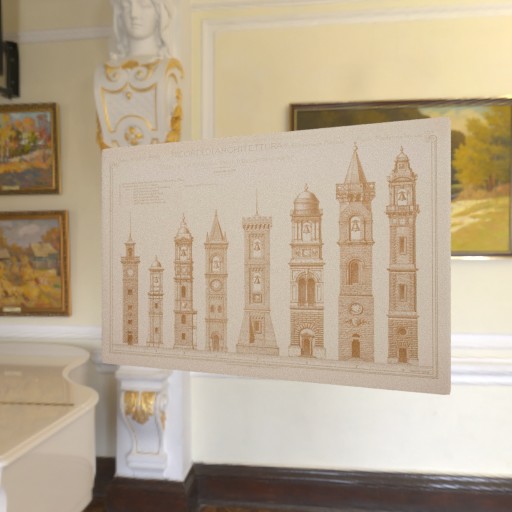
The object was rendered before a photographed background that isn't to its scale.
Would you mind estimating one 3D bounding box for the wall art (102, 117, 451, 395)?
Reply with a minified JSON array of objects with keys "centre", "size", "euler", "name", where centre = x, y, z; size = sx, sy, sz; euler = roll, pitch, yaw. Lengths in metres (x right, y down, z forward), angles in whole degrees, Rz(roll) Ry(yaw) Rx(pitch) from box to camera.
[{"centre":[0.000,0.000,0.472],"size":[0.380,0.254,0.019],"euler":[0,0,19],"name":"wall art"}]
